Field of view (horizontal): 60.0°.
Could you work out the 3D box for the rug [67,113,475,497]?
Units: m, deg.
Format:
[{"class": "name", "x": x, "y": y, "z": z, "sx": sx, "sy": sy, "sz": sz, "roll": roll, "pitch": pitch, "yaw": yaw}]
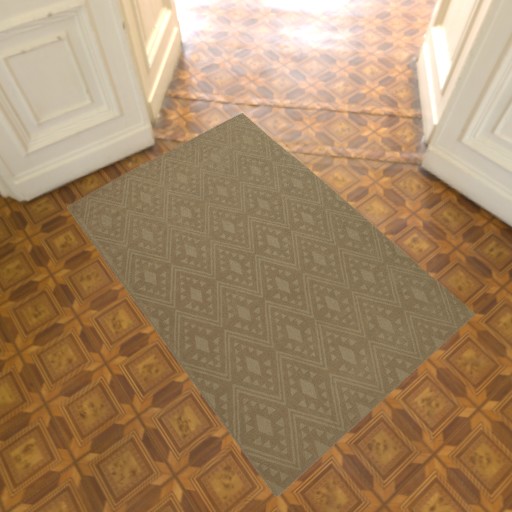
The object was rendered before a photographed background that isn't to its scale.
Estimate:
[{"class": "rug", "x": 0.000, "y": 0.000, "z": 2.300, "sx": 1.252, "sy": 0.034, "sz": 1.829, "roll": -34, "pitch": 64, "yaw": -19}]
